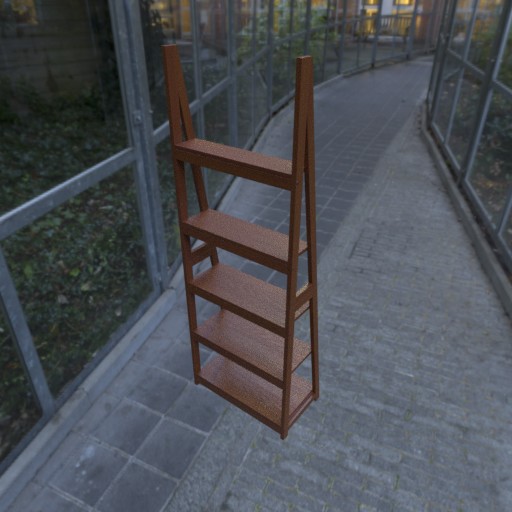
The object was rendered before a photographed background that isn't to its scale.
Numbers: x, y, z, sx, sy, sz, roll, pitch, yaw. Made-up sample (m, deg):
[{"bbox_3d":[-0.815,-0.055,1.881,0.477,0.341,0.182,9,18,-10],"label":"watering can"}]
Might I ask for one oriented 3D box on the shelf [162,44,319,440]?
[{"bbox_3d":[0.000,0.000,2.076,0.630,1.780,0.356,21,37,32],"label":"shelf"}]
